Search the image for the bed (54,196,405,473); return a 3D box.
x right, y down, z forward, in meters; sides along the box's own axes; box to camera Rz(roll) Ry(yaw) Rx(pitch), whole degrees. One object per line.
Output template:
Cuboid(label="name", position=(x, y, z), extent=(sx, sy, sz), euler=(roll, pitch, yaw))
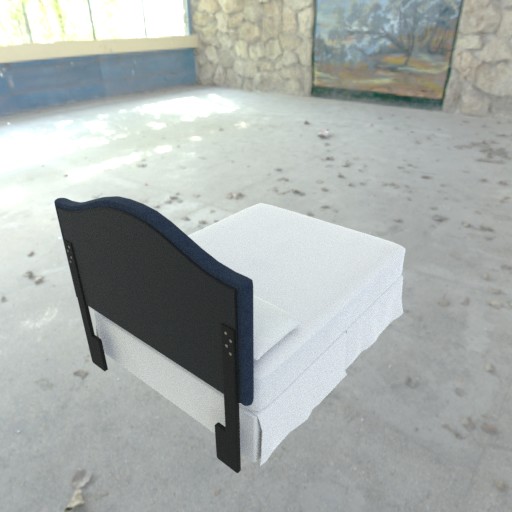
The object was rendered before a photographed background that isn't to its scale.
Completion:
Cuboid(label="bed", position=(0.000, 0.000, 3.399), extent=(1.725, 1.518, 2.153), euler=(22, 35, 34))
